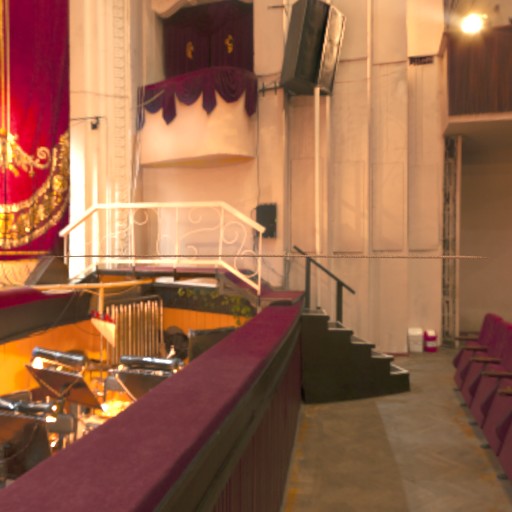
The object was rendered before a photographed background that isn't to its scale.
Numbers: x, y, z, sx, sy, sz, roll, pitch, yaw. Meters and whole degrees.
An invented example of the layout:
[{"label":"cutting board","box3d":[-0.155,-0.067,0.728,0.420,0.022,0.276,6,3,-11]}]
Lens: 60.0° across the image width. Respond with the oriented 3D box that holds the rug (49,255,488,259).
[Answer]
[{"label":"rug","box3d":[0.000,0.000,2.669,2.390,0.014,0.741,0,1,16]}]
